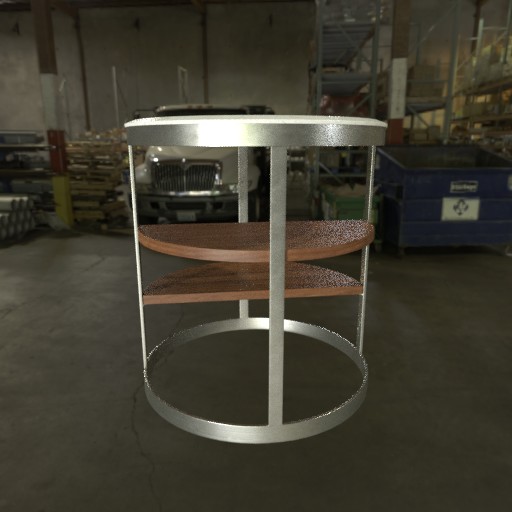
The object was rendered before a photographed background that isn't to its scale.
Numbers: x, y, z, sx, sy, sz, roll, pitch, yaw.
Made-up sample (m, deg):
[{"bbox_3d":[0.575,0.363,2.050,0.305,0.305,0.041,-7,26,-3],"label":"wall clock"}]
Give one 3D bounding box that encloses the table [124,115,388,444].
[{"bbox_3d":[0.000,0.000,0.768,0.407,0.447,0.407,0,14,0],"label":"table"}]
